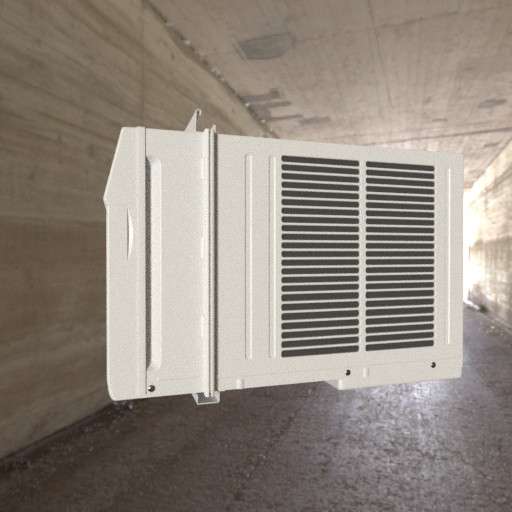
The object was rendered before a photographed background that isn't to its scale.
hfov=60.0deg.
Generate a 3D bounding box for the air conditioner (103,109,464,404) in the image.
[{"bbox_3d":[0.000,0.000,0.854,0.546,0.388,0.503,0,1,-17],"label":"air conditioner"}]
